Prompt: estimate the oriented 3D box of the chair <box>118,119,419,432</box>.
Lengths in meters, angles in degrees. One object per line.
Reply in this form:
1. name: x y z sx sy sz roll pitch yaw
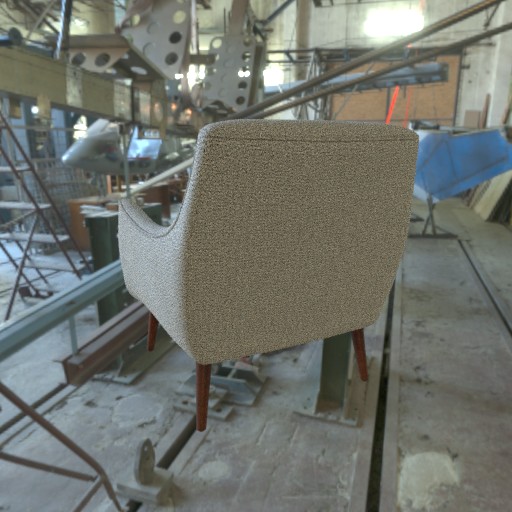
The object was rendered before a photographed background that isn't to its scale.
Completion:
1. chair: 0.000 0.000 1.478 0.762 0.838 0.787 -7 16 -27
